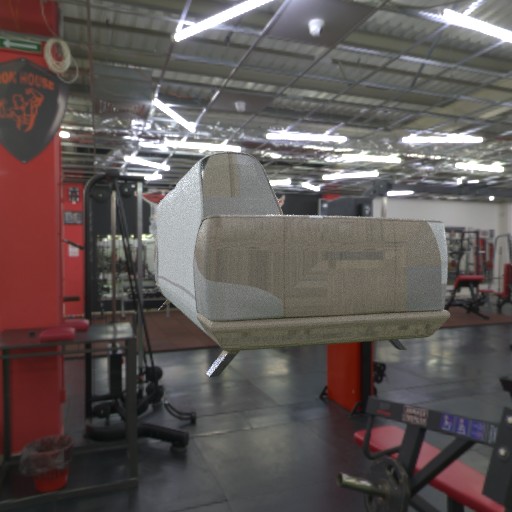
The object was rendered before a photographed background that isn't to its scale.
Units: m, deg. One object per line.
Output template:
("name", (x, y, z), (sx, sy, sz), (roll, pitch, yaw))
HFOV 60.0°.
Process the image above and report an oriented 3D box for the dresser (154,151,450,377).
("dresser", (0.000, 0.000, 5.816), (2.251, 1.863, 4.679), (0, 1, -18))
